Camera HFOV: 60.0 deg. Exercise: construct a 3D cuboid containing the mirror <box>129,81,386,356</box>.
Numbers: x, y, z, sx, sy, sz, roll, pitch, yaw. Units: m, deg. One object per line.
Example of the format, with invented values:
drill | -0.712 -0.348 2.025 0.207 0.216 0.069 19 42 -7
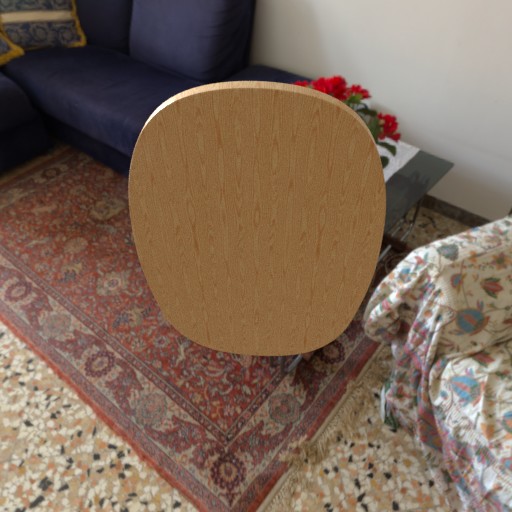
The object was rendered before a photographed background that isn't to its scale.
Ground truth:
mirror | 0.000 0.000 1.354 0.724 1.075 0.037 3 46 3
